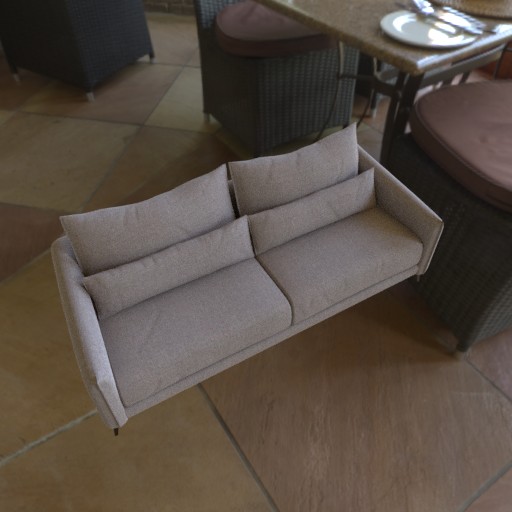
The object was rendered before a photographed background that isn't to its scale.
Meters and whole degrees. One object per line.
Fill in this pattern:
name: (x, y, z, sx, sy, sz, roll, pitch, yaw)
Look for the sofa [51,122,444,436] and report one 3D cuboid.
sofa: (0.000, 0.000, 2.406, 2.022, 0.833, 0.809, -22, 50, -20)
